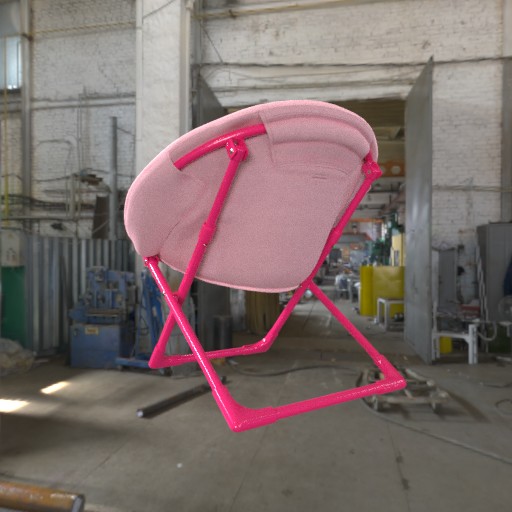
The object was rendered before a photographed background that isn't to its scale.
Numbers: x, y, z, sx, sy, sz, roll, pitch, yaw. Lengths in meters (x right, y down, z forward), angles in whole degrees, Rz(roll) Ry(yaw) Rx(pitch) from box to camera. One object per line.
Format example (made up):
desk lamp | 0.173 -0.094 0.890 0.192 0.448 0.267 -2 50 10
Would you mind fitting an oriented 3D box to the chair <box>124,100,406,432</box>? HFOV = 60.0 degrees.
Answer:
chair | 0.000 0.000 0.904 0.522 0.494 0.459 0 0 -34
